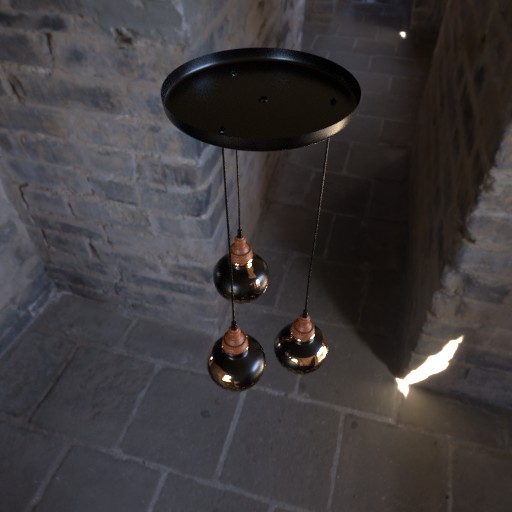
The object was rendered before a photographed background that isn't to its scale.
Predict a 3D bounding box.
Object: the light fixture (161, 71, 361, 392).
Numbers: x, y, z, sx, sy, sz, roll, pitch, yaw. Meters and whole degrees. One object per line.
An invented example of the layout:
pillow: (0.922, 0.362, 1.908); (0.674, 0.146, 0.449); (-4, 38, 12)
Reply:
light fixture: (0.000, 0.000, 1.763); (0.608, 1.410, 0.605); (-23, 50, -21)
